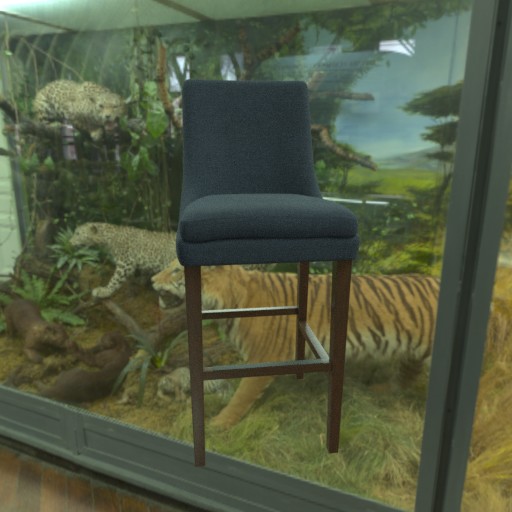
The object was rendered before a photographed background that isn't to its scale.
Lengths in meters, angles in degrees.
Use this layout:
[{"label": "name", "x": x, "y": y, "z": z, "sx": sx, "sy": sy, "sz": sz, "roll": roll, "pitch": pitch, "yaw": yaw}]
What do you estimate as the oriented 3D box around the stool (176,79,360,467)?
[{"label": "stool", "x": 0.000, "y": 0.000, "z": 1.378, "sx": 0.470, "sy": 1.078, "sz": 0.577, "roll": -2, "pitch": 15, "yaw": -8}]
